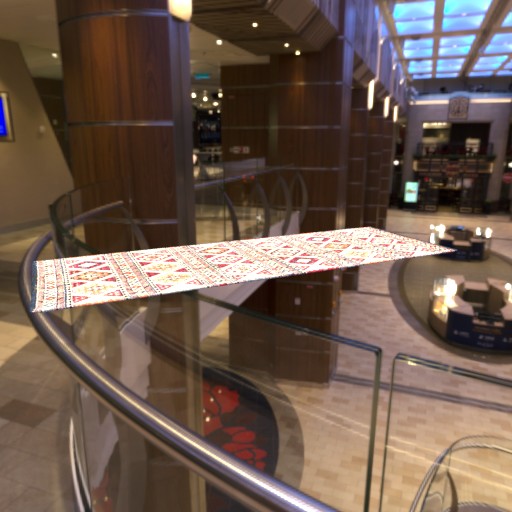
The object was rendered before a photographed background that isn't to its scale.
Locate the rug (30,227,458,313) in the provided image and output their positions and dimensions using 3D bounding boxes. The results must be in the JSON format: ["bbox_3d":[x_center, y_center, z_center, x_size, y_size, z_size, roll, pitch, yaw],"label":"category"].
[{"bbox_3d":[0.000,0.000,2.588,2.362,0.008,0.832,-7,16,-25],"label":"rug"}]
